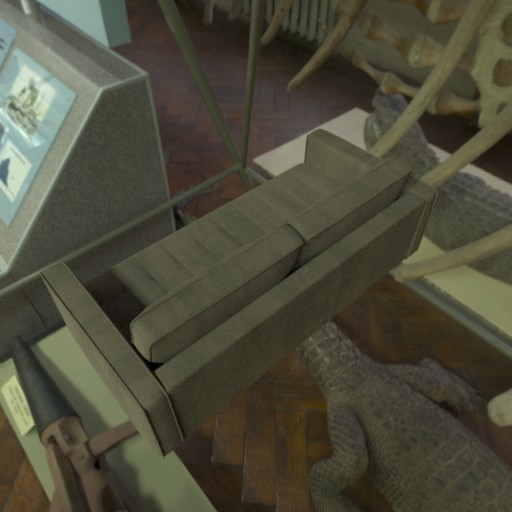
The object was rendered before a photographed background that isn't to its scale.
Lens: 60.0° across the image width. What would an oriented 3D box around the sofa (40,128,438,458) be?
[{"bbox_3d":[0.000,0.000,2.384,1.920,0.825,0.924,-33,55,-27],"label":"sofa"}]
